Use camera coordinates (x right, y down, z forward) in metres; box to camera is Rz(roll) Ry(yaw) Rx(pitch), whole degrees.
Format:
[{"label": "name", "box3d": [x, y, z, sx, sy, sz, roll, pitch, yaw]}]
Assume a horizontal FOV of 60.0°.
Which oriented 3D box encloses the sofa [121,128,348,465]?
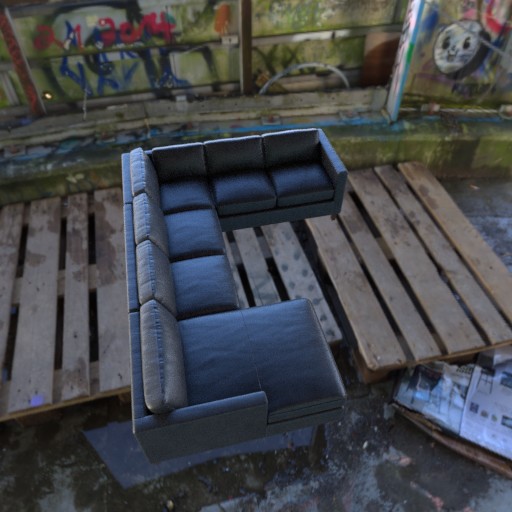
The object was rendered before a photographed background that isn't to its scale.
[{"label": "sofa", "box3d": [0.000, 0.000, 4.443, 2.452, 0.891, 3.324, -10, 48, -9]}]
